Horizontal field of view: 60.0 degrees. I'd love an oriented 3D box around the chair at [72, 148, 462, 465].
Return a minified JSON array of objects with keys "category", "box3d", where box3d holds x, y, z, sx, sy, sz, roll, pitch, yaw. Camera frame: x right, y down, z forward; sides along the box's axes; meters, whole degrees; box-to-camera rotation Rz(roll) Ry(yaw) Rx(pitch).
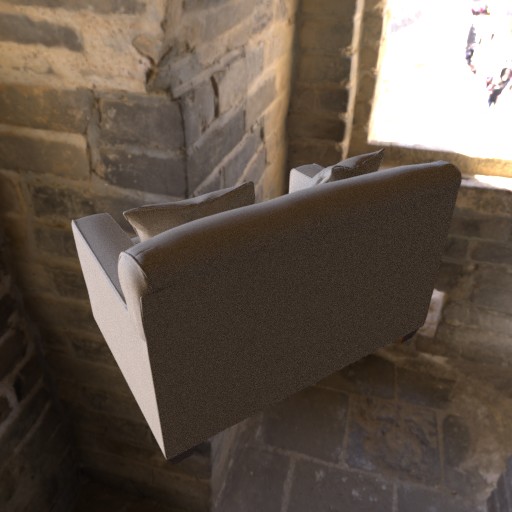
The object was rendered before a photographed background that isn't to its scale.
[{"category":"chair","box3d":[0.000,0.000,2.024,1.383,0.948,1.000,-18,36,-27]}]
